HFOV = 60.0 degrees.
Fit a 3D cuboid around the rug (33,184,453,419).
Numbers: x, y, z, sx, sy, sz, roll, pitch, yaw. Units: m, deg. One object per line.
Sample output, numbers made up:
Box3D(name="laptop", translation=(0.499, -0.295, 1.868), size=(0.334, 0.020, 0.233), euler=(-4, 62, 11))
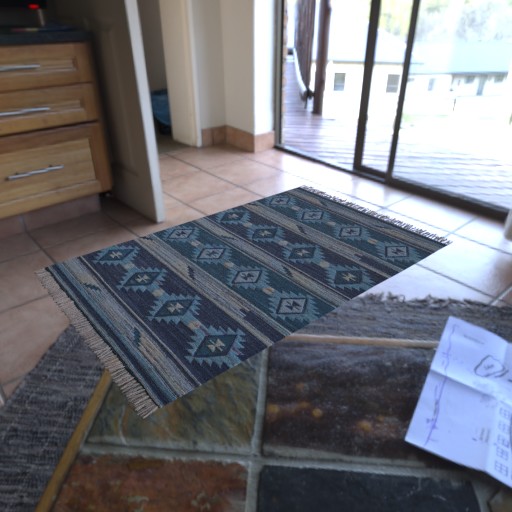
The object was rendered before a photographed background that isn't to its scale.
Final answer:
Box3D(name="rug", translation=(0.000, 0.000, 2.350), size=(1.936, 0.028, 1.181), euler=(-22, 36, -34))
